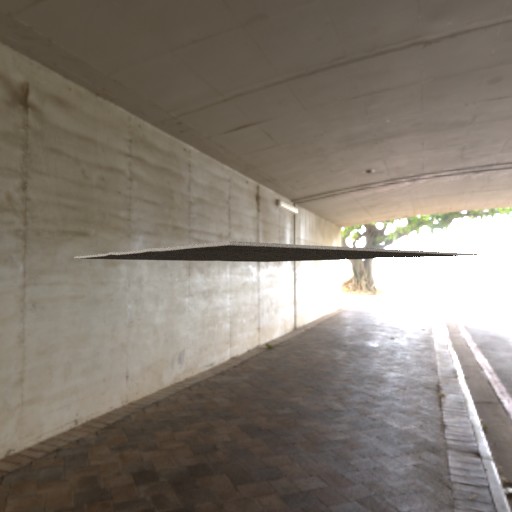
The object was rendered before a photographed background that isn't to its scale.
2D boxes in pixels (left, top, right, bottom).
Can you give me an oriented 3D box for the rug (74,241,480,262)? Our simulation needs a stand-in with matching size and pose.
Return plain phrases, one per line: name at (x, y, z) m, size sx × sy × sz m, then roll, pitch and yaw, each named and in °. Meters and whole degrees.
rug at (0.000, 0.000, 0.904) m, size 0.548 × 0.006 × 0.639 m, roll 2°, pitch -3°, yaw -37°
